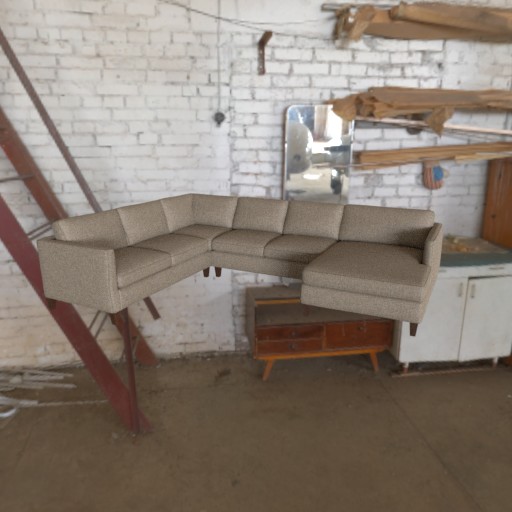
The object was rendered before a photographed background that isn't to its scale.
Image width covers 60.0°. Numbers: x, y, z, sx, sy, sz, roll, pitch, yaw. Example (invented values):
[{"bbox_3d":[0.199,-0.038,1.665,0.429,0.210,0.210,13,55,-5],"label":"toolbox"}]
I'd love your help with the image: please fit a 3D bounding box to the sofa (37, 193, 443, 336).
[{"bbox_3d":[0.000,0.000,4.572,3.403,0.889,2.551,7,17,25],"label":"sofa"}]
